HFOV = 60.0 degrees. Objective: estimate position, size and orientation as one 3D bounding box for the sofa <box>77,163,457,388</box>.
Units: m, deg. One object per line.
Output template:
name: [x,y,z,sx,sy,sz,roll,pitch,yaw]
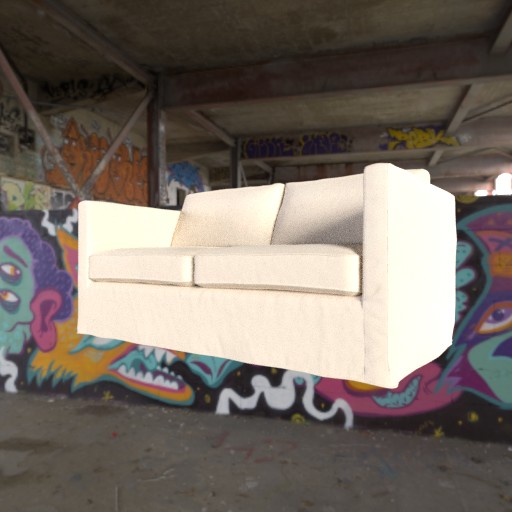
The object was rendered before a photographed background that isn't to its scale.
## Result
sofa: [0.000,0.000,2.268,1.746,0.834,0.962,0,0,36]
